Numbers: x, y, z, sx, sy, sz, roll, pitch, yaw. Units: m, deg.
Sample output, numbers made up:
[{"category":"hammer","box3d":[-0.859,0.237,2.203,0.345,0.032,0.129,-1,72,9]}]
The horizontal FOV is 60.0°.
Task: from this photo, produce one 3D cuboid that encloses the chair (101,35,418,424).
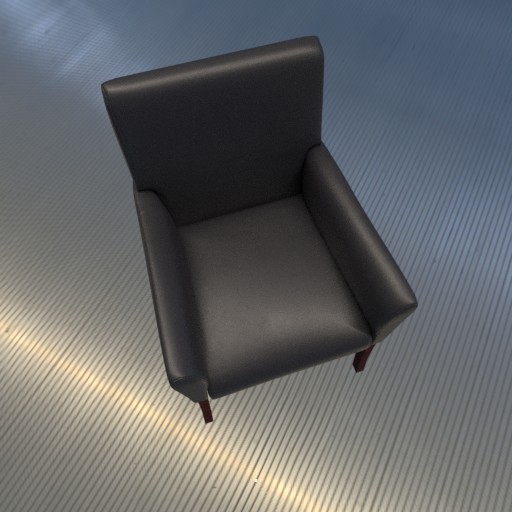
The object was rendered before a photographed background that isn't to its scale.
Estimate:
[{"category":"chair","box3d":[0.000,0.000,1.452,0.683,0.951,0.772,-16,64,-8]}]
